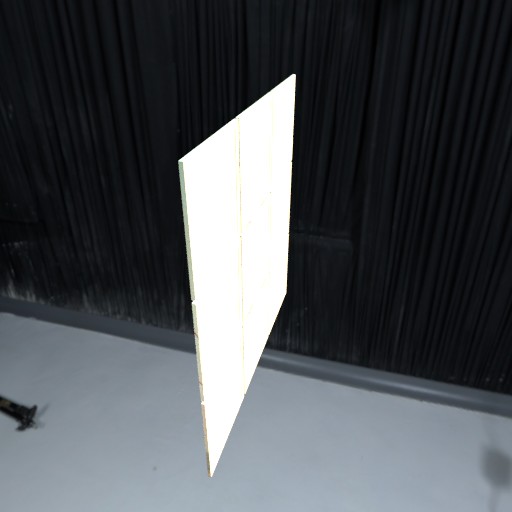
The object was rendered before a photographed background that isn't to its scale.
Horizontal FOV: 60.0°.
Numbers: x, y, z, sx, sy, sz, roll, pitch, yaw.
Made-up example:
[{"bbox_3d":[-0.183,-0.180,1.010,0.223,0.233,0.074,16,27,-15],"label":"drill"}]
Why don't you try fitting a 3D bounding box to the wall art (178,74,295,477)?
[{"bbox_3d":[0.000,0.000,1.831,0.013,1.219,1.214,9,32,14],"label":"wall art"}]
